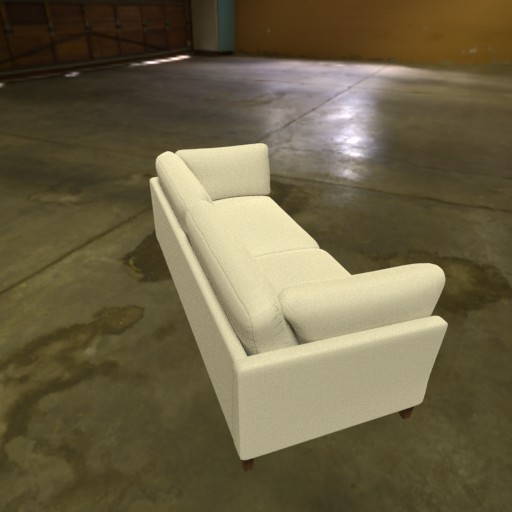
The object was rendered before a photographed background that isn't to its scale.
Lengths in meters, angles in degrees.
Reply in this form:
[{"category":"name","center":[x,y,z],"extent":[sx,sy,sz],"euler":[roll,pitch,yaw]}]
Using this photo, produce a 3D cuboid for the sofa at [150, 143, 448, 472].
[{"category":"sofa","center":[0.000,0.000,2.763],"extent":[0.957,0.863,2.301],"euler":[-10,31,-17]}]
